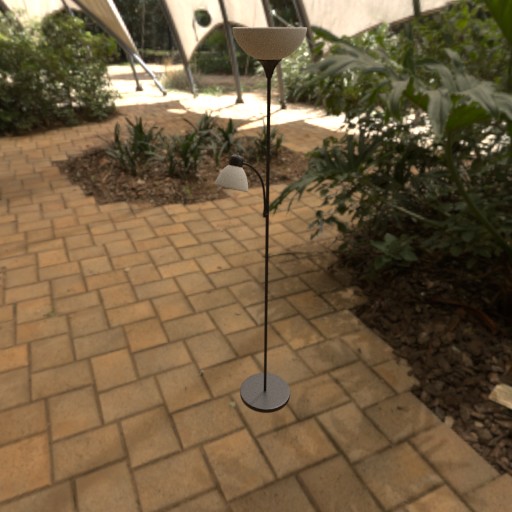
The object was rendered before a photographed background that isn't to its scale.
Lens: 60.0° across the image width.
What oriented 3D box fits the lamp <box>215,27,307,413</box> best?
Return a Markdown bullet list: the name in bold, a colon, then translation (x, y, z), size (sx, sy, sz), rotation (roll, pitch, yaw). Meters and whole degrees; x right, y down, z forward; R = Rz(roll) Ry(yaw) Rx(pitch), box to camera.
- **lamp**: translation (0.000, 0.000, 1.972), size (0.279, 1.804, 0.442), rotation (19, 33, 31)
